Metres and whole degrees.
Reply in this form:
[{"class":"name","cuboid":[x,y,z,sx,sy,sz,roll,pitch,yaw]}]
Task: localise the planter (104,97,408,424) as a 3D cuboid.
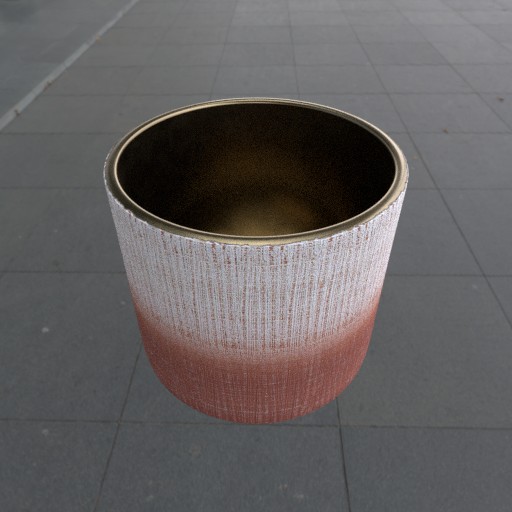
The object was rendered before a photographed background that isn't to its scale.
[{"class":"planter","cuboid":[0.000,0.000,0.389,0.221,0.201,0.221,0,40,0]}]
